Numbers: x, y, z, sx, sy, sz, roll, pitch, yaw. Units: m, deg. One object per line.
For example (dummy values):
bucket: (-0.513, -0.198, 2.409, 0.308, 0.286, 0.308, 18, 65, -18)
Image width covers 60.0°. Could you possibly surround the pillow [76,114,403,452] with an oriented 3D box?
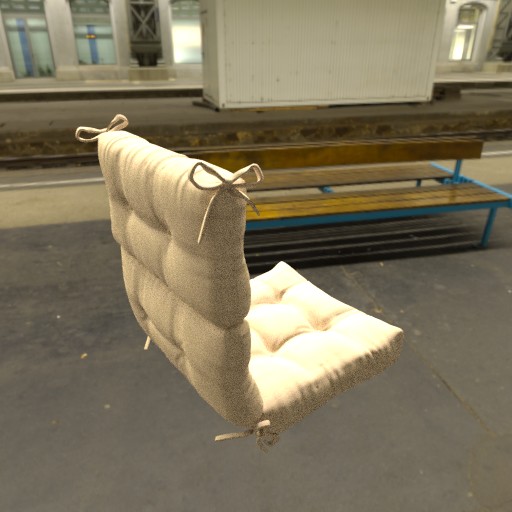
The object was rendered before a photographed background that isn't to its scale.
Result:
pillow: (0.000, 0.000, 1.006, 0.571, 0.605, 0.519, -18, 31, -33)
